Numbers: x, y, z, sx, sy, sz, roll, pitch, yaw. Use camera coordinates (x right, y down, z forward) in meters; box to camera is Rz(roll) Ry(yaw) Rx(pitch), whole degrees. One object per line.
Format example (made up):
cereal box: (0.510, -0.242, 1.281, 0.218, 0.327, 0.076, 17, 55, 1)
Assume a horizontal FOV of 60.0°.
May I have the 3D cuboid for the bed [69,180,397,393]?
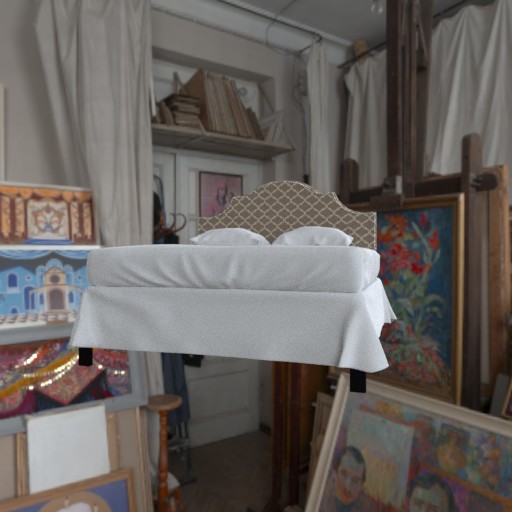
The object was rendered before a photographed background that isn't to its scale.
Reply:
bed: (0.000, 0.000, 3.855, 2.314, 1.601, 2.222, 0, 0, 18)
